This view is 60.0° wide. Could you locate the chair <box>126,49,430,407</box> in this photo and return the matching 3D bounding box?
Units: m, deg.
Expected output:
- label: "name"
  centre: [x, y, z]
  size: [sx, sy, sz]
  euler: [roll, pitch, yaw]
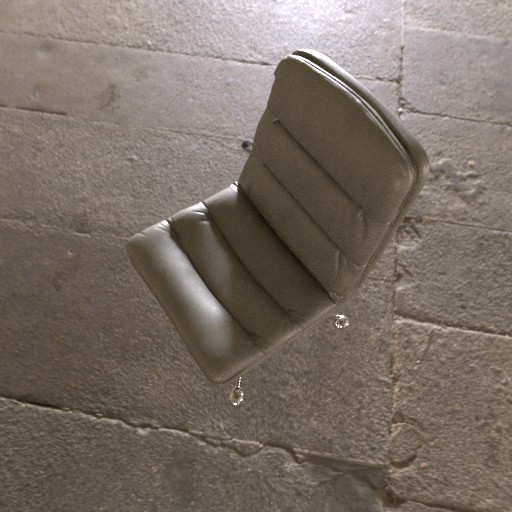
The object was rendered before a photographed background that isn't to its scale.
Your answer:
- label: "chair"
  centre: [0.000, 0.000, 1.021]
  size: [0.485, 0.738, 0.422]
  euler: [-33, 69, -15]
